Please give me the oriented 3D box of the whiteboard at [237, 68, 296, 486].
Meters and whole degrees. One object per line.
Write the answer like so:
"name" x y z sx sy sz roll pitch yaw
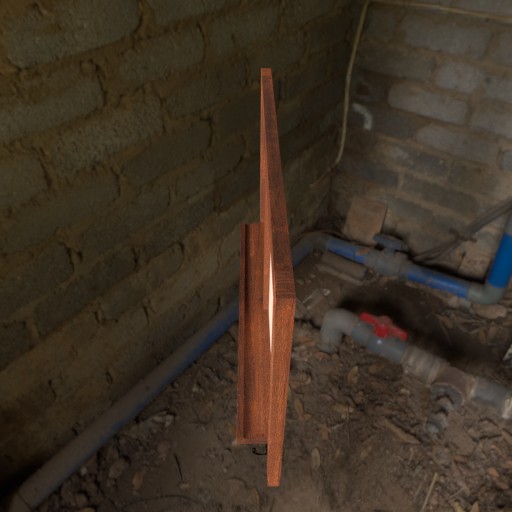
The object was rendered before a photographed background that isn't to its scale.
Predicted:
"whiteboard" 0.000 0.000 0.989 0.083 0.553 0.768 -1 42 -1
